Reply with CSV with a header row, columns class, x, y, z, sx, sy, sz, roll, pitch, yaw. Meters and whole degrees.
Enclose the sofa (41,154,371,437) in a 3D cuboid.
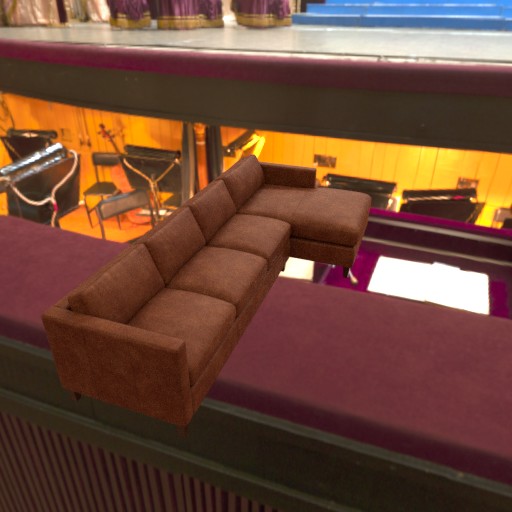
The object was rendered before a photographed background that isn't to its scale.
class,x,y,z,sx,sy,sz,roll,pitch,yaw
sofa,0.000,0.000,3.856,1.581,0.883,3.203,10,32,17
